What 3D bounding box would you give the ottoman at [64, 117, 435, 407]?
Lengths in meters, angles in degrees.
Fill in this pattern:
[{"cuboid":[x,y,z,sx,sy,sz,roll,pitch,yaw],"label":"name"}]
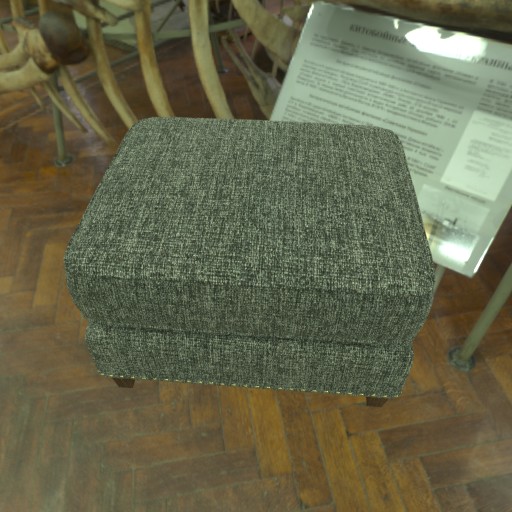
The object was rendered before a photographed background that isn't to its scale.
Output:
[{"cuboid":[0.000,0.000,1.138,0.738,0.537,0.589,3,47,3],"label":"ottoman"}]
